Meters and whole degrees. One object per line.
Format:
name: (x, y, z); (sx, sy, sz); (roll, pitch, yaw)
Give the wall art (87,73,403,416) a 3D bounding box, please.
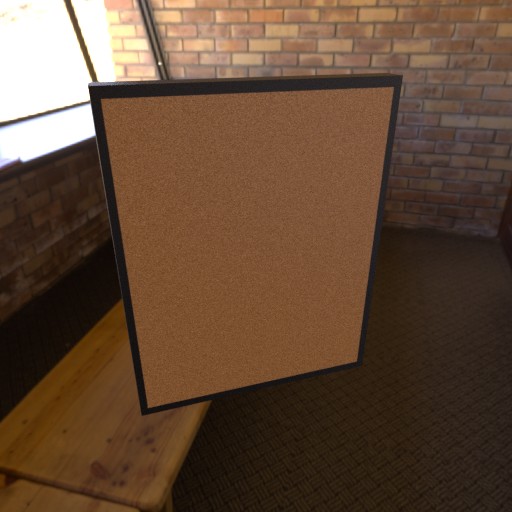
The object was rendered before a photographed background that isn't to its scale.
wall art: (0.000, 0.000, 0.494); (0.294, 0.369, 0.030); (-8, 28, -15)
